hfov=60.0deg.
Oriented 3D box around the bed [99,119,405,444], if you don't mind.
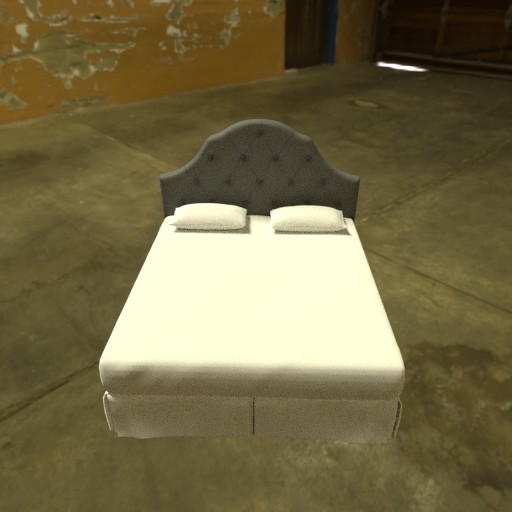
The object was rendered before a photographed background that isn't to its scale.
[{"bbox_3d":[0.000,0.000,3.531,2.008,1.615,2.214,1,31,1],"label":"bed"}]
